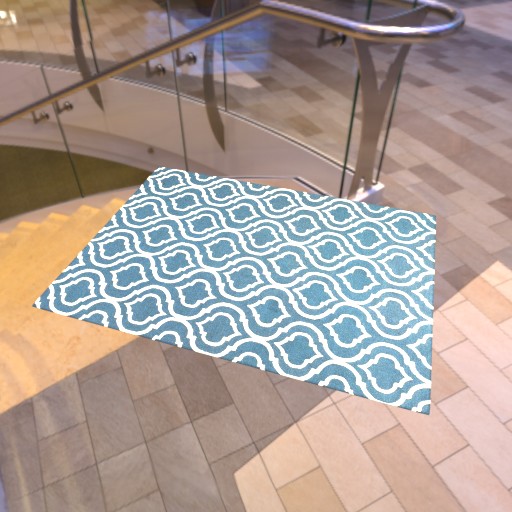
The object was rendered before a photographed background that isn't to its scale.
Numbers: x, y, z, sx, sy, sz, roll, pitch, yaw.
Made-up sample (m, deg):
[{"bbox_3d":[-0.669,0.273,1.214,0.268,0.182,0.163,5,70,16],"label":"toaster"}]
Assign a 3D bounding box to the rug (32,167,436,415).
[{"bbox_3d":[0.000,0.000,4.361,3.353,0.010,2.438,12,44,13],"label":"rug"}]
